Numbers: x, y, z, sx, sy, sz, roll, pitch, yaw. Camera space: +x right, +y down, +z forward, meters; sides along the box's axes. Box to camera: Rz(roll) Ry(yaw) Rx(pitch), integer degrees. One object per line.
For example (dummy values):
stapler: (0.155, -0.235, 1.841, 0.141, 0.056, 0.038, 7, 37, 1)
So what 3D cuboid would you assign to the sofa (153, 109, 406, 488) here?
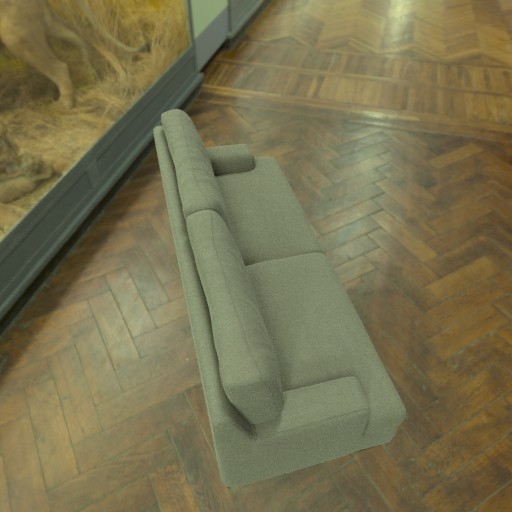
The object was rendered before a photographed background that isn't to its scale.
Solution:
sofa: (0.000, 0.000, 2.799, 0.962, 0.980, 2.354, -11, 47, -10)
